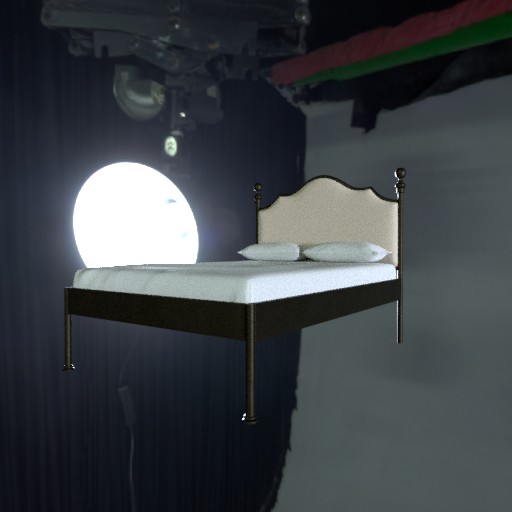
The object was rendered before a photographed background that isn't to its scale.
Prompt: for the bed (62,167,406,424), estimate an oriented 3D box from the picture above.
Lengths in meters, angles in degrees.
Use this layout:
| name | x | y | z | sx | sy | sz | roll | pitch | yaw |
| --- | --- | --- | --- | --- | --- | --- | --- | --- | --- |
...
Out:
| name | x | y | z | sx | sy | sz | roll | pitch | yaw |
| --- | --- | --- | --- | --- | --- | --- | --- | --- | --- |
| bed | 0.000 | 0.000 | 3.251 | 1.533 | 1.462 | 2.170 | 1 | 1 | 36 |
